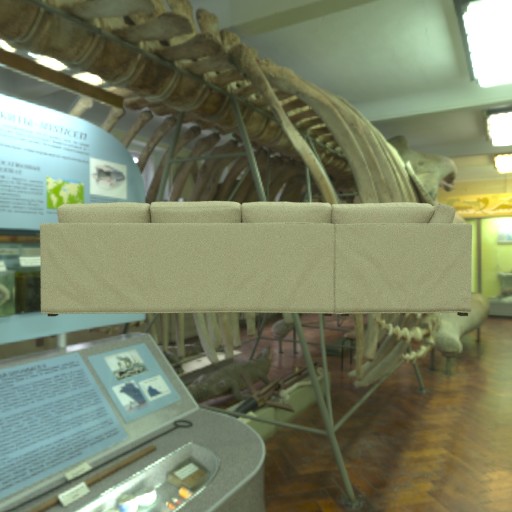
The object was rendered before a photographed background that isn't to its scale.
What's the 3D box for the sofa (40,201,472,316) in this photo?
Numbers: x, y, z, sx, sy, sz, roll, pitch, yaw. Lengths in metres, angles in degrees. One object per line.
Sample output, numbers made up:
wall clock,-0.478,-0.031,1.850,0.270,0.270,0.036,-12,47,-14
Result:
sofa,0.000,0.000,4.439,3.182,0.871,2.432,0,1,0
